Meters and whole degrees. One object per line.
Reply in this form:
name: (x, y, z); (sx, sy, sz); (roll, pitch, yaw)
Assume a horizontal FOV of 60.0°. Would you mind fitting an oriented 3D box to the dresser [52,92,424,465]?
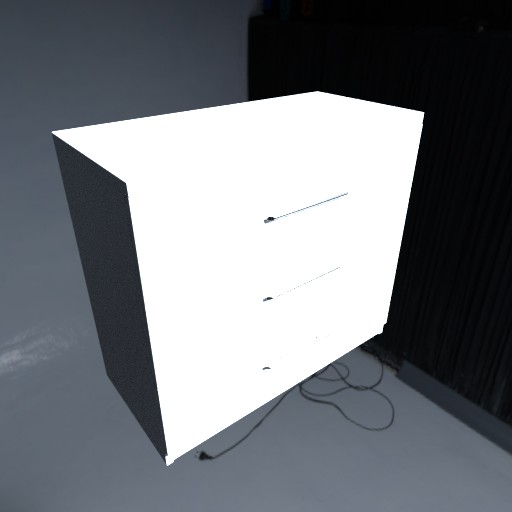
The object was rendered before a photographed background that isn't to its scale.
dresser: (0.000, 0.000, 1.250); (0.830, 0.740, 0.420); (-21, 36, -32)
